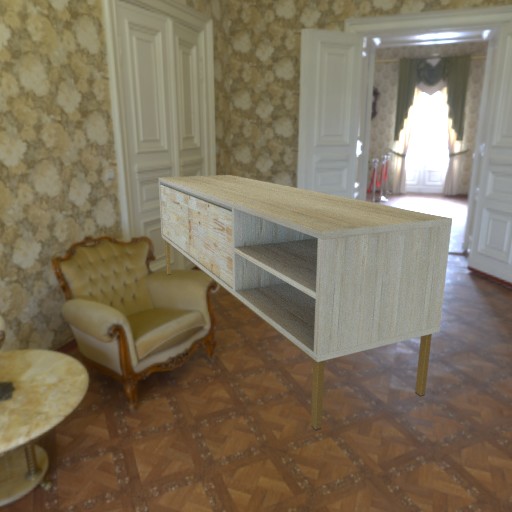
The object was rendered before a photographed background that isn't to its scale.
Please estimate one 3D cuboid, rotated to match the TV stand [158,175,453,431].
[{"bbox_3d":[0.000,0.000,1.884,0.420,0.550,1.600,-7,16,-25],"label":"TV stand"}]
